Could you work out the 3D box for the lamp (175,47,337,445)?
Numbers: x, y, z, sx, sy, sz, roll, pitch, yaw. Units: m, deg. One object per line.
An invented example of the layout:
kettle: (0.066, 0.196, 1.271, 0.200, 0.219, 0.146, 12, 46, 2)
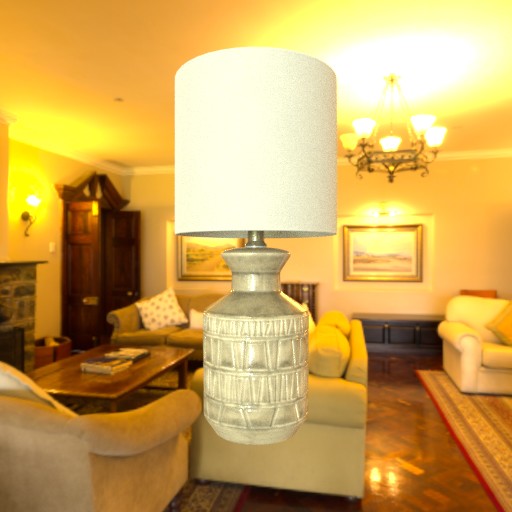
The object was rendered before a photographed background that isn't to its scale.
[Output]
lamp: (0.000, 0.000, 0.586, 0.211, 0.455, 0.211, 0, 0, -37)
